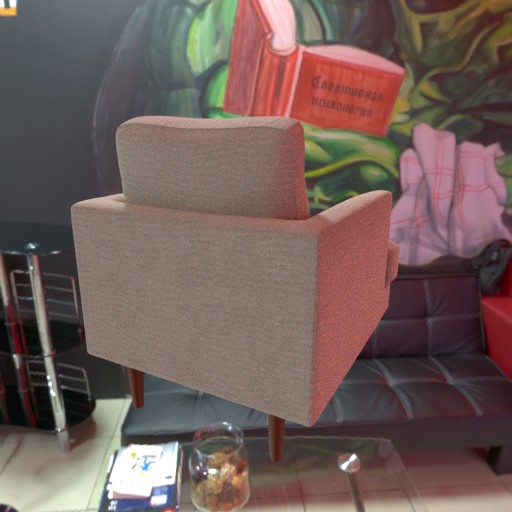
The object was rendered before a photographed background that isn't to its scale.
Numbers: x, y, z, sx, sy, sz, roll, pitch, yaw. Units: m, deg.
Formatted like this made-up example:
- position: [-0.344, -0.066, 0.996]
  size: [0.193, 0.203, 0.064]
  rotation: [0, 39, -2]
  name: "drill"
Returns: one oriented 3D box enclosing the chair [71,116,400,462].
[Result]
- position: [0.000, 0.000, 1.599]
  size: [0.858, 0.957, 0.899]
  rotation: [9, 19, 27]
  name: "chair"
